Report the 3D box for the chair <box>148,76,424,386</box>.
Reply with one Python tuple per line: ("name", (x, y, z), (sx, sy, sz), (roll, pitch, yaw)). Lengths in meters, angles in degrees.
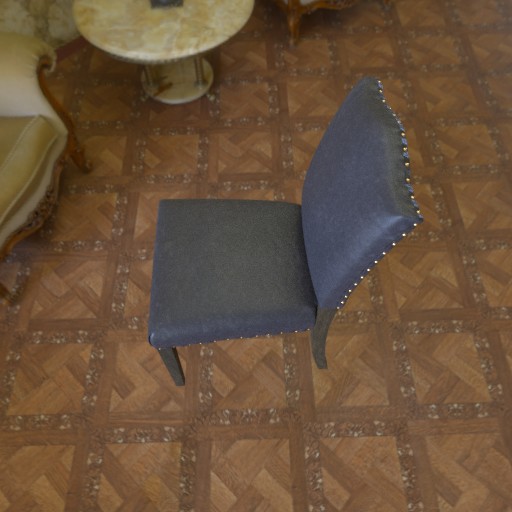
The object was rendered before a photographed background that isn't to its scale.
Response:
("chair", (0.000, 0.000, 1.341), (0.633, 0.991, 0.500), (-2, 58, -1))
